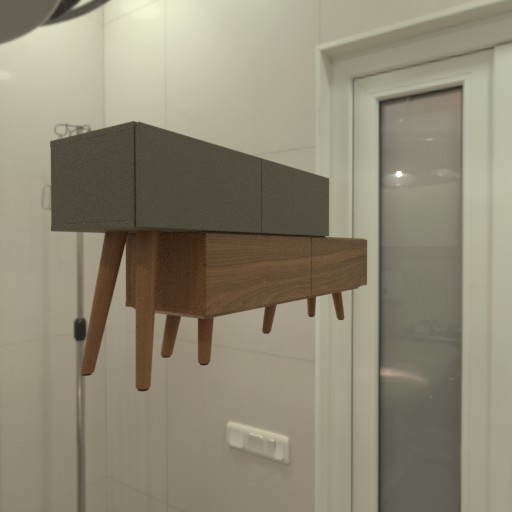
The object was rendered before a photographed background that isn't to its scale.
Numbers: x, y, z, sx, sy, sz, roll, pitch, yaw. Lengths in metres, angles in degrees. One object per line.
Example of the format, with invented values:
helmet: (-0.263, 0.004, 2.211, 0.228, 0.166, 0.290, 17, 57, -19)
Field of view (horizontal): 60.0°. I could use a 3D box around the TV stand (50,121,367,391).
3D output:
TV stand: (0.000, 0.000, 1.568, 0.329, 0.591, 1.336, 1, 1, 35)
